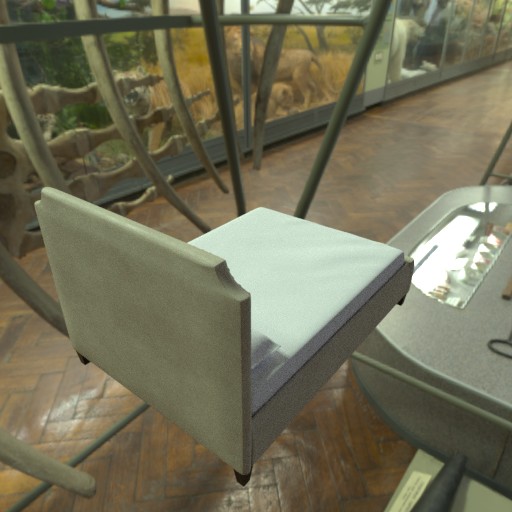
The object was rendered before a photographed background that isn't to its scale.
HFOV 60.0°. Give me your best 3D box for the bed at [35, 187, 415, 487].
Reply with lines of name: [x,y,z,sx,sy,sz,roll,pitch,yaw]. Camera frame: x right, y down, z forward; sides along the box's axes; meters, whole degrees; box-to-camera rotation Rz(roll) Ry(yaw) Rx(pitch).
bed: [0.000,0.000,3.370,1.712,1.443,2.372,21,36,33]
